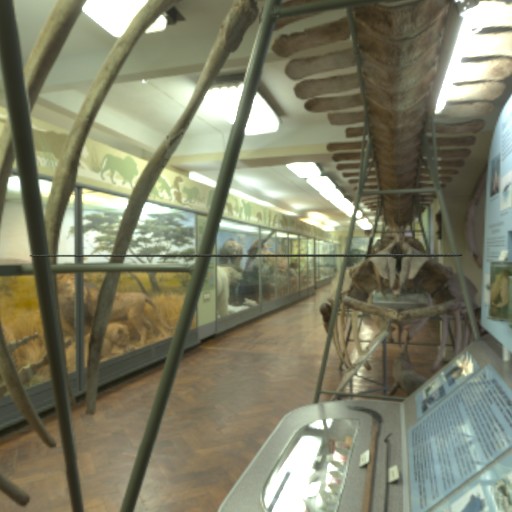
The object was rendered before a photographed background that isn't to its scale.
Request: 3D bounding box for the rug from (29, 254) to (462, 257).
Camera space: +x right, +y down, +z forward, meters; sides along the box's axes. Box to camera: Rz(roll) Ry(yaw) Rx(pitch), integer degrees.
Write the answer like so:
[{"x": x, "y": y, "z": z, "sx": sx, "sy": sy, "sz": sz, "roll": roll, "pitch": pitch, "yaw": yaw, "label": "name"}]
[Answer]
[{"x": 0.000, "y": 0.000, "z": 3.117, "sx": 2.476, "sy": 0.011, "sz": 1.554, "roll": 0, "pitch": 0, "yaw": 18, "label": "rug"}]
